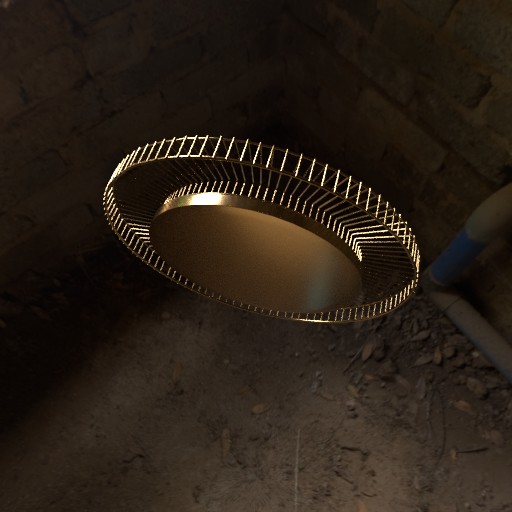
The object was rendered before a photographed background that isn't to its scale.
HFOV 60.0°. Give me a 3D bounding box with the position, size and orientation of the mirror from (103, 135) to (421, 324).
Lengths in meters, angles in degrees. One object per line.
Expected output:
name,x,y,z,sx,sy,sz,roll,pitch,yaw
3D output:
mirror,0.000,0.000,1.012,0.703,0.703,0.067,14,64,7
